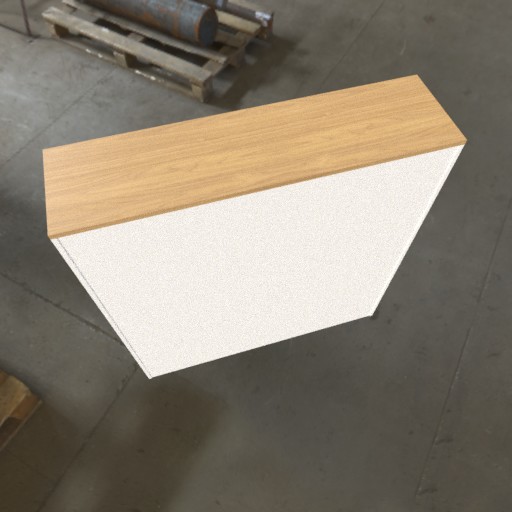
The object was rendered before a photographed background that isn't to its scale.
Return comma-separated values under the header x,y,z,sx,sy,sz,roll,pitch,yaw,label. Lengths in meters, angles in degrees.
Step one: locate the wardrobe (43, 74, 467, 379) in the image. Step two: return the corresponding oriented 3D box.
x,y,z,sx,sy,sz,roll,pitch,yaw,label
0.000,0.000,3.298,2.160,2.260,0.590,-14,59,-9,wardrobe
